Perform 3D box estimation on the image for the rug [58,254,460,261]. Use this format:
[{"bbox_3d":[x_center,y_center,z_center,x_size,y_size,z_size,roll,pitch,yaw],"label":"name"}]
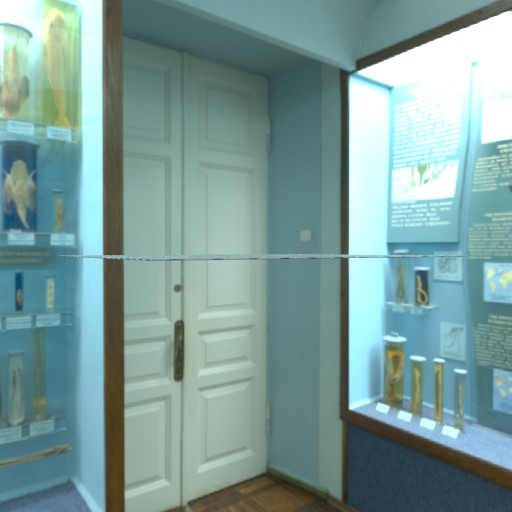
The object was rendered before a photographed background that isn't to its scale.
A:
[{"bbox_3d":[0.000,0.000,4.234,3.059,0.008,2.453,0,1,-35],"label":"rug"}]
